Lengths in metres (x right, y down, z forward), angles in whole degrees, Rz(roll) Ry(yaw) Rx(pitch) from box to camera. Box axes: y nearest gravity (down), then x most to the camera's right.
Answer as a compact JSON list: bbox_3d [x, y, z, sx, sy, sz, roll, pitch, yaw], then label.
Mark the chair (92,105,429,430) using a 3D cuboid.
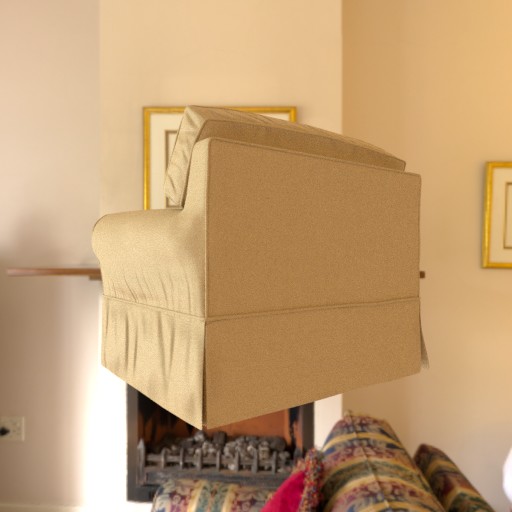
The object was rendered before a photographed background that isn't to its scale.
[{"bbox_3d":[0.000,0.000,1.820,1.096,0.937,0.903,0,0,-36],"label":"chair"}]
